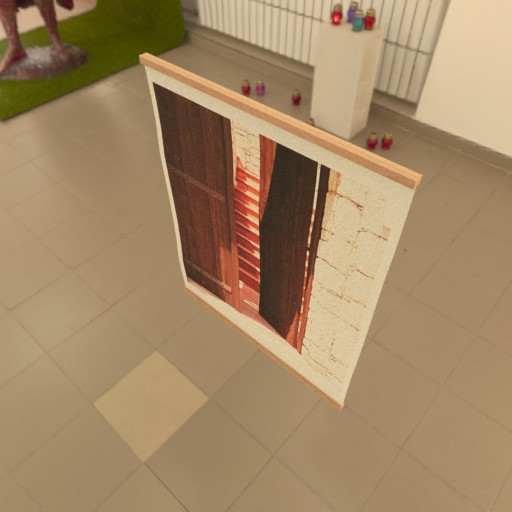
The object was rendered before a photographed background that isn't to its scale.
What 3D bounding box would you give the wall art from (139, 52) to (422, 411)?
[{"bbox_3d":[0.000,0.000,0.691,0.406,0.508,0.013,33,56,27],"label":"wall art"}]
